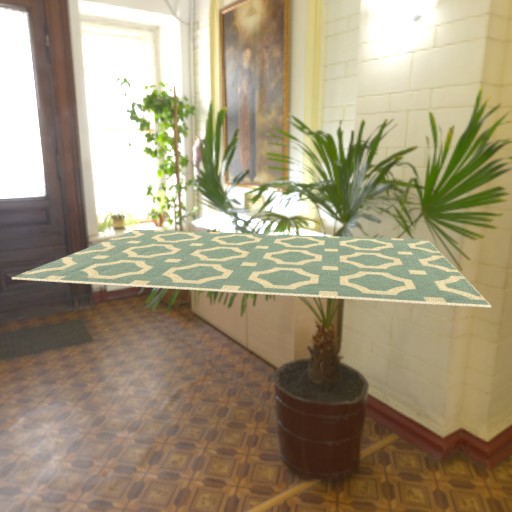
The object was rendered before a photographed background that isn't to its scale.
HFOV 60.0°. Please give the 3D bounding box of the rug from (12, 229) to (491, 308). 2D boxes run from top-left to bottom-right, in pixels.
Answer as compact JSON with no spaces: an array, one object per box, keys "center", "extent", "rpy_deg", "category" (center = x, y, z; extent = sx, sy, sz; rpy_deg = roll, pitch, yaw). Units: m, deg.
[{"center":[0.000,0.000,2.936],"extent":[2.443,0.015,1.528],"rpy_deg":[3,14,10],"category":"rug"}]
